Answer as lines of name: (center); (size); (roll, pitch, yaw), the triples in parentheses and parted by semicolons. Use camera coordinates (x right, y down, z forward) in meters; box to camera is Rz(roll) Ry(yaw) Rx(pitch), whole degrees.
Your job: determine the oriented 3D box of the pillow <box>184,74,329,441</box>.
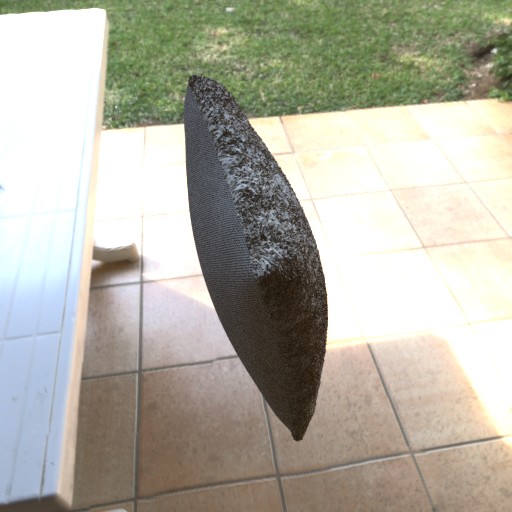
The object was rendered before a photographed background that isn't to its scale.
pillow: (0.000, 0.000, 0.833); (0.218, 0.515, 0.529); (-11, 48, -10)
